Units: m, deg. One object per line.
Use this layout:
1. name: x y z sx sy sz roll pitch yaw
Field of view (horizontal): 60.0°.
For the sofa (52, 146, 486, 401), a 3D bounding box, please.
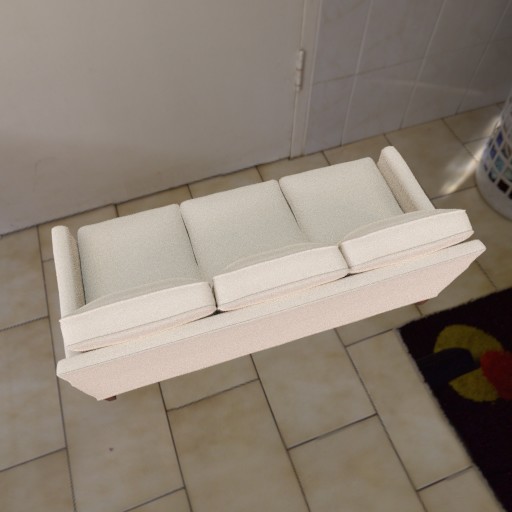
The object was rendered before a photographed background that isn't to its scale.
1. sofa: 0.000 0.000 2.662 2.246 1.003 1.084 -15 60 -9
